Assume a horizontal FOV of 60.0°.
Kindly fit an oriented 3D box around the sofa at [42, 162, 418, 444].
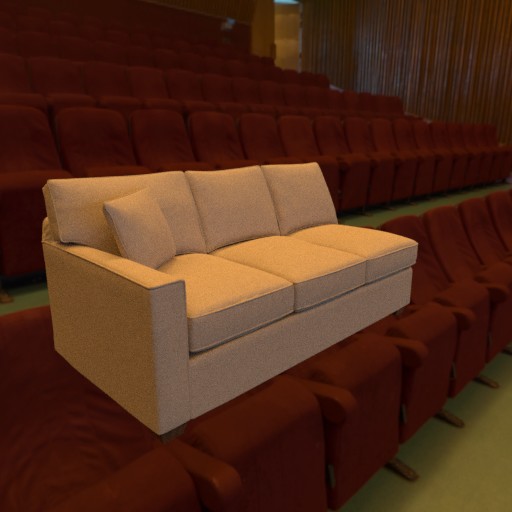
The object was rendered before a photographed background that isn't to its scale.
[{"bbox_3d":[0.000,0.000,2.508,1.962,0.946,1.034,-14,21,-43],"label":"sofa"}]
